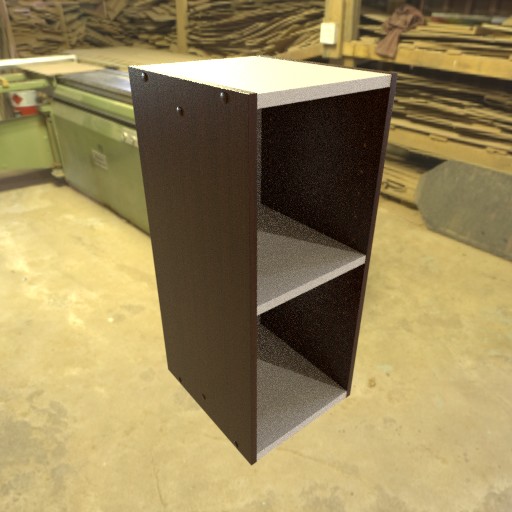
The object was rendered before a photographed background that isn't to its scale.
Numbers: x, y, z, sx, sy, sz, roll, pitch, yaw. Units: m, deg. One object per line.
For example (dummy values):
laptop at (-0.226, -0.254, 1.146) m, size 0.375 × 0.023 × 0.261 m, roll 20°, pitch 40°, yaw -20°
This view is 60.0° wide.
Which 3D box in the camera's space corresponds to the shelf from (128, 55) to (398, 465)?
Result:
shelf at (0.000, 0.000, 0.767) m, size 0.253 × 0.600 × 0.290 m, roll -22°, pitch 36°, yaw -33°
